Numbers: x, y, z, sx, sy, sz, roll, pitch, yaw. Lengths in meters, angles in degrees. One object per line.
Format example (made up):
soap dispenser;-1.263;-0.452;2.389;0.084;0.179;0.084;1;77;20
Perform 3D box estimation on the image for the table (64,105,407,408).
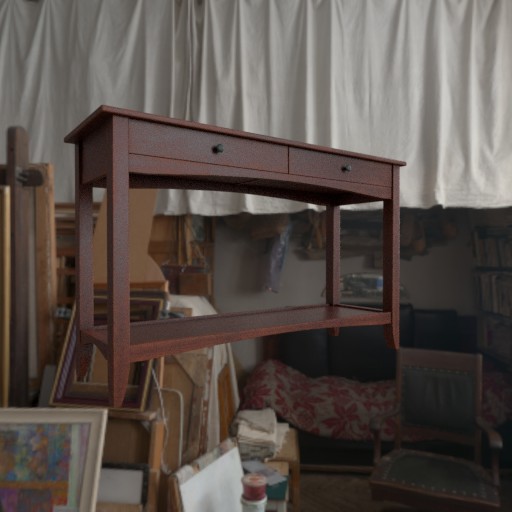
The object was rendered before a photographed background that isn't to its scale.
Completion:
table;0.000;0.000;1.566;1.188;0.739;0.392;-1;1;-36
